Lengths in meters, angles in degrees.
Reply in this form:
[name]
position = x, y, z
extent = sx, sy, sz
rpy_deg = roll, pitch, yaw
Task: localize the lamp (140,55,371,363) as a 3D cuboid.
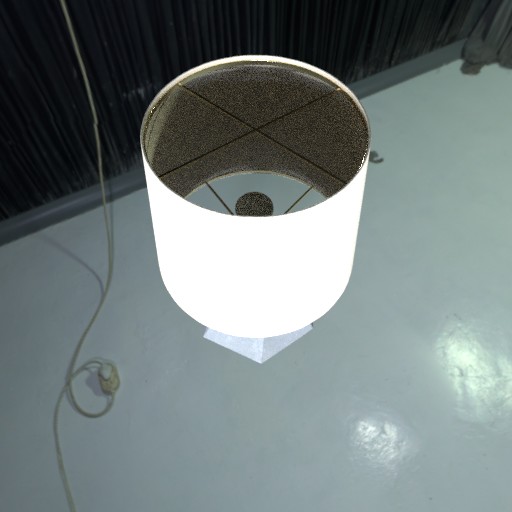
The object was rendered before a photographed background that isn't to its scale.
[lamp]
position = 0.000, 0.000, 0.656
extent = 0.276, 0.501, 0.276
rpy_deg = 0, 59, 0
